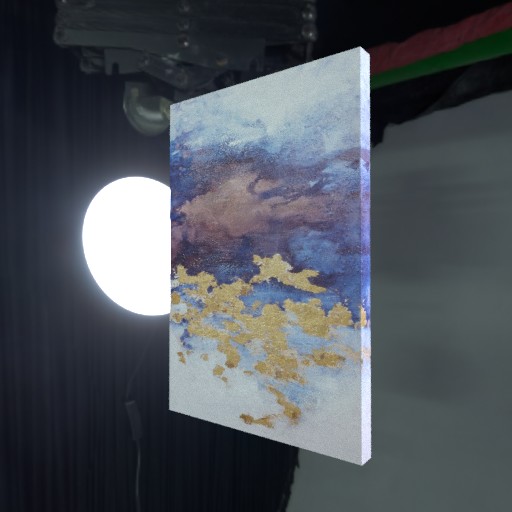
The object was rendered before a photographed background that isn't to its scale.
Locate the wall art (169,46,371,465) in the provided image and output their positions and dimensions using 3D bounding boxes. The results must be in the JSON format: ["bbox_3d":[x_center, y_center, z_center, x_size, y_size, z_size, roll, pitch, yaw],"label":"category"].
[{"bbox_3d":[0.000,0.000,1.116,0.583,0.874,0.048,-1,-1,37],"label":"wall art"}]
